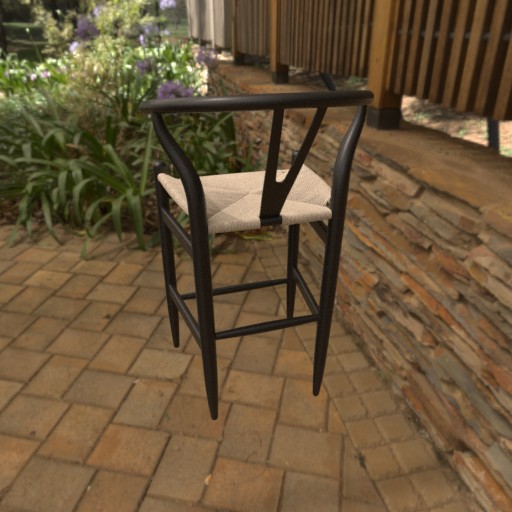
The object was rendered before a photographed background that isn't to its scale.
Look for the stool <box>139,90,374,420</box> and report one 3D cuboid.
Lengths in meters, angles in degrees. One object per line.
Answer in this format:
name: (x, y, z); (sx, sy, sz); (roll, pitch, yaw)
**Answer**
stool: (0.000, 0.000, 1.311); (0.569, 0.970, 0.579); (-8, 28, -16)
